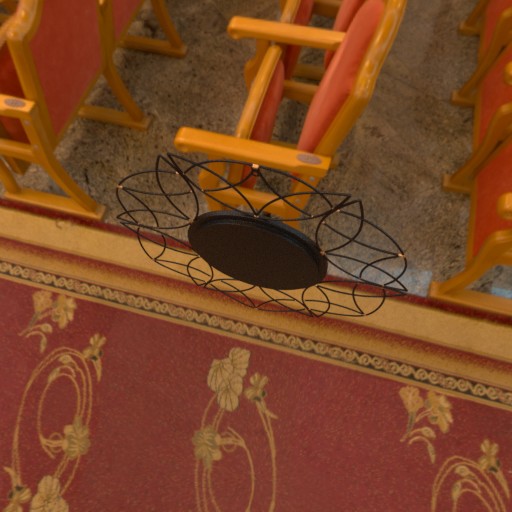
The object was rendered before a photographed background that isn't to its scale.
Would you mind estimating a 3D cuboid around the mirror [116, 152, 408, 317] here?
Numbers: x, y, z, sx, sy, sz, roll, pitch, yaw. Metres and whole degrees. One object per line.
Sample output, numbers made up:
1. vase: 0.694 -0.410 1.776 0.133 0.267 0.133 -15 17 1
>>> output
1. mirror: 0.000 0.000 1.170 0.797 0.775 0.028 14 64 7
